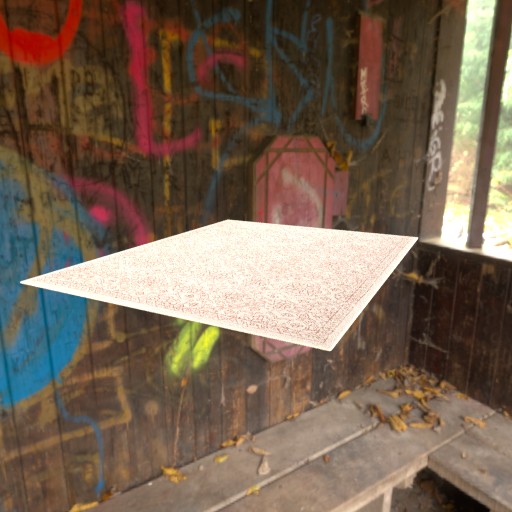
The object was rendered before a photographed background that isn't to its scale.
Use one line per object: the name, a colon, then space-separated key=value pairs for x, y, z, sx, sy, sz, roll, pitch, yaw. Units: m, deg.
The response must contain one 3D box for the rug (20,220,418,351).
rug: x=0.000 y=0.000 z=4.112 sx=2.441 sy=0.015 sz=3.050 roll=7 pitch=16 yaw=26
